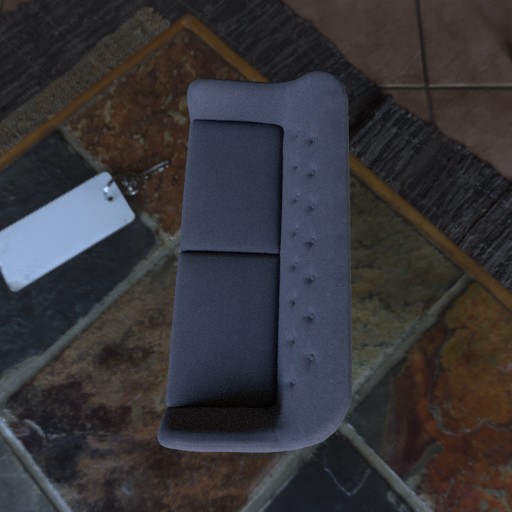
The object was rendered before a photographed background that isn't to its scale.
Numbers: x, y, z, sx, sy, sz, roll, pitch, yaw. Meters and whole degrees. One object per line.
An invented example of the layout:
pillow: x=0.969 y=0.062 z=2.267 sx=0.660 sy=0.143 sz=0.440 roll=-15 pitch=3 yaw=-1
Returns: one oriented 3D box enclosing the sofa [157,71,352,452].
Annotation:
sofa: x=0.000 y=0.000 z=2.280 sx=0.820 sy=0.820 sz=1.840 roll=2 pitch=75 yaw=1
